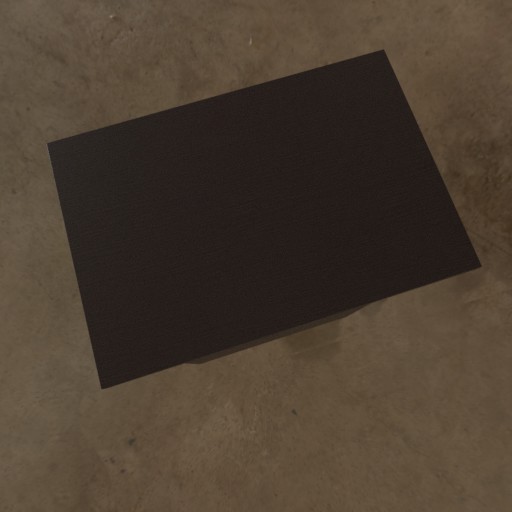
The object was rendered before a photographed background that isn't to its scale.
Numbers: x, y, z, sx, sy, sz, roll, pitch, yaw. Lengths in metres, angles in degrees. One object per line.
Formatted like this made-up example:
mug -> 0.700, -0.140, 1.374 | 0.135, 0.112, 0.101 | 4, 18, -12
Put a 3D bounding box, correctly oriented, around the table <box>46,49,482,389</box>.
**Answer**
table -> 0.000, 0.000, 1.041 | 0.589, 0.711, 0.408 | -17, 77, -4
